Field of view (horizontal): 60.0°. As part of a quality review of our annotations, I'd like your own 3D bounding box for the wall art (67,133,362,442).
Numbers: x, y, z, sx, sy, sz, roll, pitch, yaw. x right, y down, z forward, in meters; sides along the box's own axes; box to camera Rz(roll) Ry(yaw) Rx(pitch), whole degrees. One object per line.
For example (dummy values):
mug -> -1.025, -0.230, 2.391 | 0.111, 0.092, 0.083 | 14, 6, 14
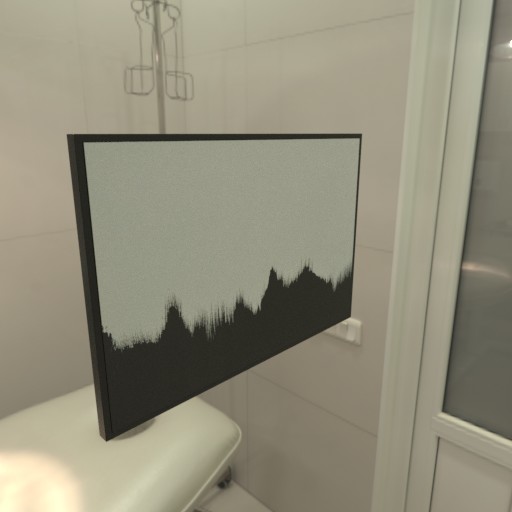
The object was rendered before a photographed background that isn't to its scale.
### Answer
wall art -> 0.000, 0.000, 0.838 | 0.022, 0.446, 0.659 | 15, 21, 43
